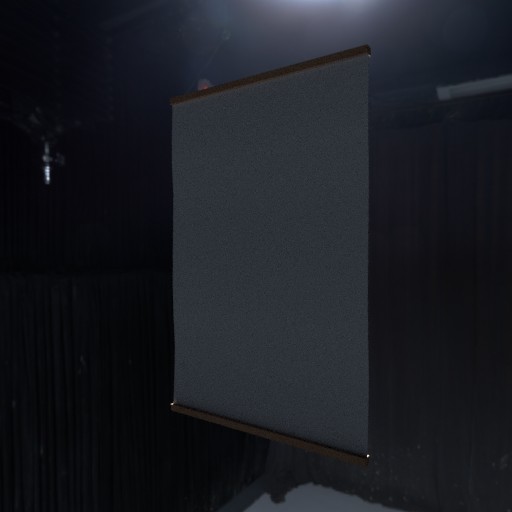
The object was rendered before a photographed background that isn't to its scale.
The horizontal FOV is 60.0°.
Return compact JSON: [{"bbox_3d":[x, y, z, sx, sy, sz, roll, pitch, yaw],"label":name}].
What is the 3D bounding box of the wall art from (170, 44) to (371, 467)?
[{"bbox_3d":[0.000,0.000,0.633,0.332,0.508,0.012,1,1,35],"label":"wall art"}]
